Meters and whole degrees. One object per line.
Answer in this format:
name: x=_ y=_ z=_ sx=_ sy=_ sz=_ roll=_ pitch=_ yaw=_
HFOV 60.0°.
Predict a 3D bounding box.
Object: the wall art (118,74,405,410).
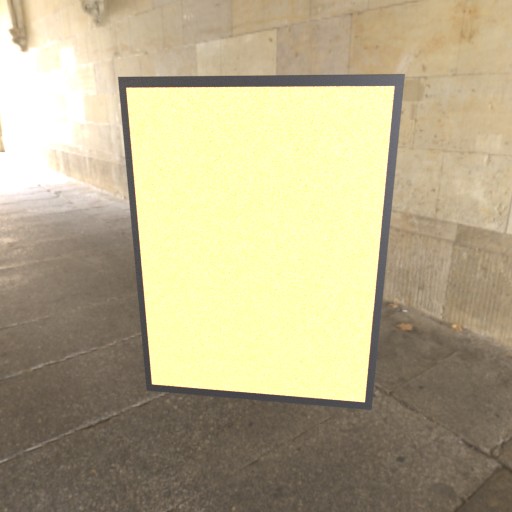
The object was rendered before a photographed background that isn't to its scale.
wall art: x=0.000 y=0.000 z=1.362 sx=0.774 sy=1.027 sz=0.030 roll=3 pitch=19 yaw=7
